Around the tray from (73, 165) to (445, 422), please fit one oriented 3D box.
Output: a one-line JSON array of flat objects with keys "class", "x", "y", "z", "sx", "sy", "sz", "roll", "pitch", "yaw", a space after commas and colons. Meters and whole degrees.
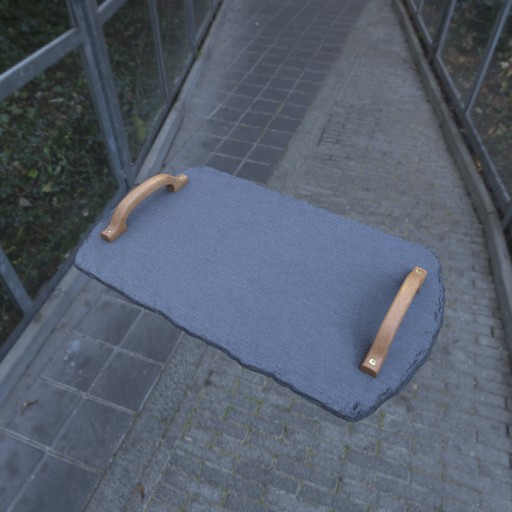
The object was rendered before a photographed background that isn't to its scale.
[{"class": "tray", "x": 0.000, "y": 0.000, "z": 0.471, "sx": 0.387, "sy": 0.062, "sz": 0.231, "roll": 24, "pitch": 49, "yaw": 23}]
